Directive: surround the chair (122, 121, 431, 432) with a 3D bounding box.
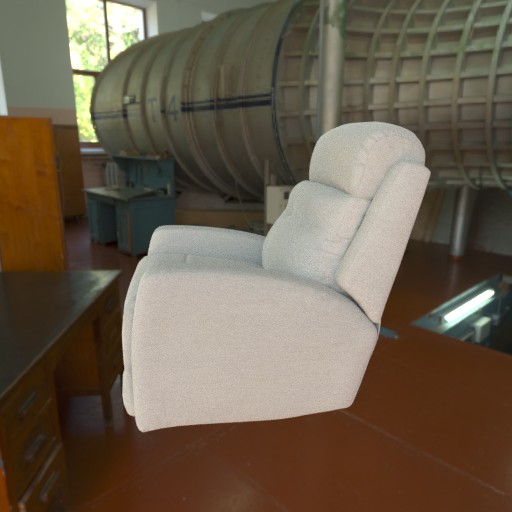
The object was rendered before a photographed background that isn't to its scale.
[{"bbox_3d":[0.000,0.000,1.753,1.043,1.013,0.798,-3,15,-9],"label":"chair"}]
